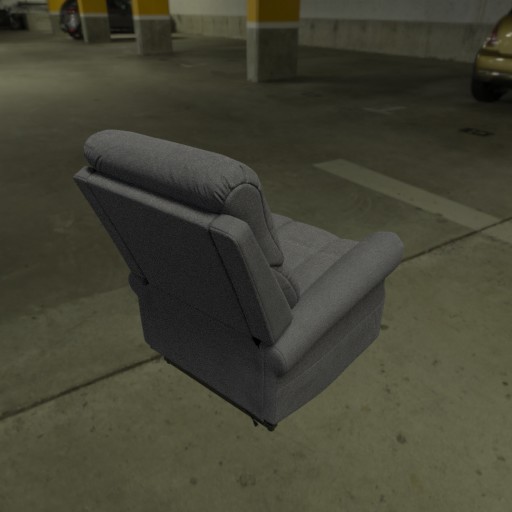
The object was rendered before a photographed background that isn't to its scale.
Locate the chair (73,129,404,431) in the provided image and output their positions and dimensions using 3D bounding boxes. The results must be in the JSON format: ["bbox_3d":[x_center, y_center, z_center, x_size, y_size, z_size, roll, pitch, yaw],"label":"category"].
[{"bbox_3d":[0.000,0.000,1.693,0.871,1.031,0.979,22,36,33],"label":"chair"}]
